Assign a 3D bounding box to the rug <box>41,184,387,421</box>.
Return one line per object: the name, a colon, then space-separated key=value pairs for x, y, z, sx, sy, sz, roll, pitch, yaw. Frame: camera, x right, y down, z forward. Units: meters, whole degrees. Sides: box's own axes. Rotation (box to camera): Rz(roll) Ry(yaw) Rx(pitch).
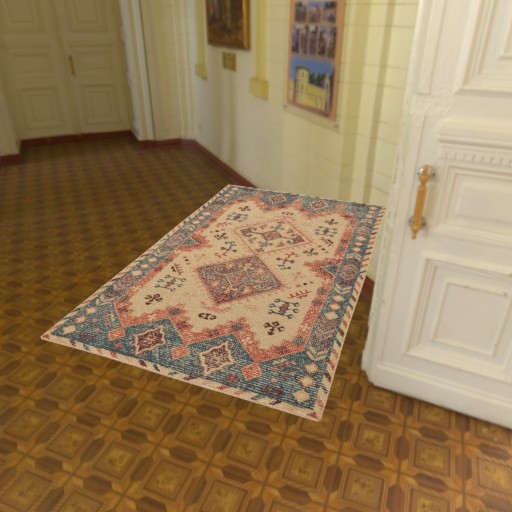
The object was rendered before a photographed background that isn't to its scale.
rug: x=0.000 y=0.000 z=3.111 sx=1.521 sy=0.023 sz=2.464 roll=11 pitch=31 yaw=18
